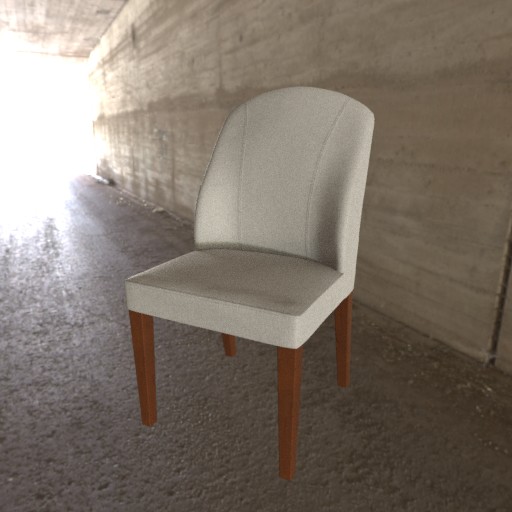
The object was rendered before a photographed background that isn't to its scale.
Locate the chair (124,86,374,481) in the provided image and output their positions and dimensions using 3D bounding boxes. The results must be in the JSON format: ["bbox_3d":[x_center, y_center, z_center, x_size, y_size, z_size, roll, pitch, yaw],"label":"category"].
[{"bbox_3d":[0.000,0.000,1.193,0.472,0.893,0.540,8,18,26],"label":"chair"}]
